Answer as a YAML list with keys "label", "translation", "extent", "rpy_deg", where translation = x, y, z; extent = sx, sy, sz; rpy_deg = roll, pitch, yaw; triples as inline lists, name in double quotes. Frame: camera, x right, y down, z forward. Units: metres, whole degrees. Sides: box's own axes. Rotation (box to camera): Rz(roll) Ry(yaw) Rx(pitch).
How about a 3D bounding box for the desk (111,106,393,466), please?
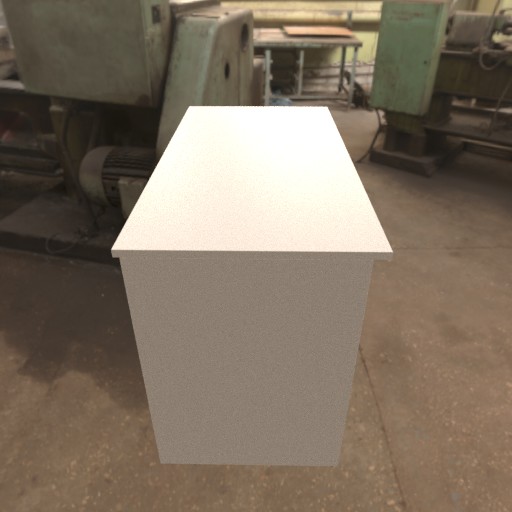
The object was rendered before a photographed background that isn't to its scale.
- label: "desk"
  translation: [0.000, 0.000, 1.539]
  extent: [0.560, 0.735, 1.097]
  rpy_deg: [1, 33, 1]
